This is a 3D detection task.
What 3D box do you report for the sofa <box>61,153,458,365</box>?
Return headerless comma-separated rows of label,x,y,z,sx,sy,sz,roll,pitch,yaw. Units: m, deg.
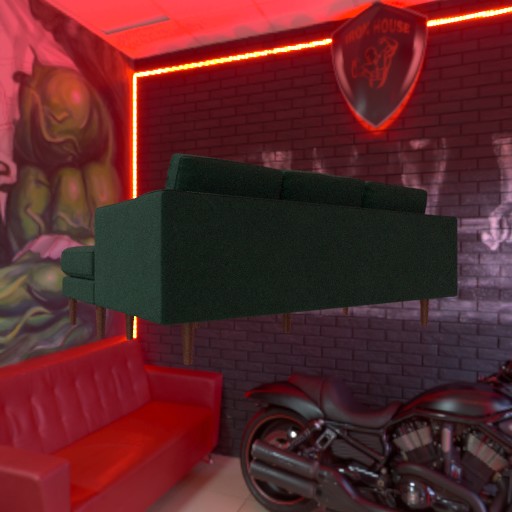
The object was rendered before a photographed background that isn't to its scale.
sofa,0.000,0.000,2.849,2.030,0.899,1.580,0,0,-36
